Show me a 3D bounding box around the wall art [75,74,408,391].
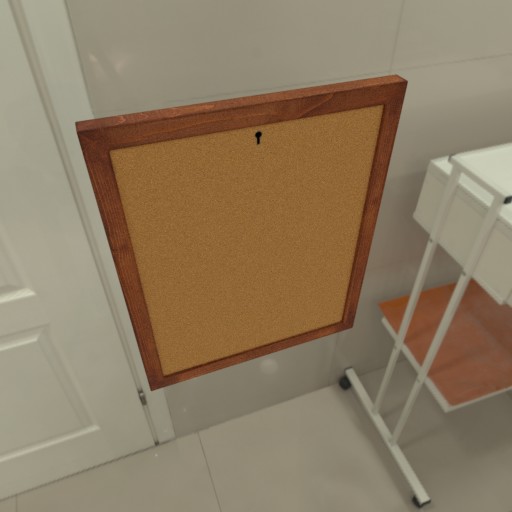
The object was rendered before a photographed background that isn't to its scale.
[{"bbox_3d":[0.000,0.000,0.776,0.462,0.558,0.030,-14,43,-15],"label":"wall art"}]
